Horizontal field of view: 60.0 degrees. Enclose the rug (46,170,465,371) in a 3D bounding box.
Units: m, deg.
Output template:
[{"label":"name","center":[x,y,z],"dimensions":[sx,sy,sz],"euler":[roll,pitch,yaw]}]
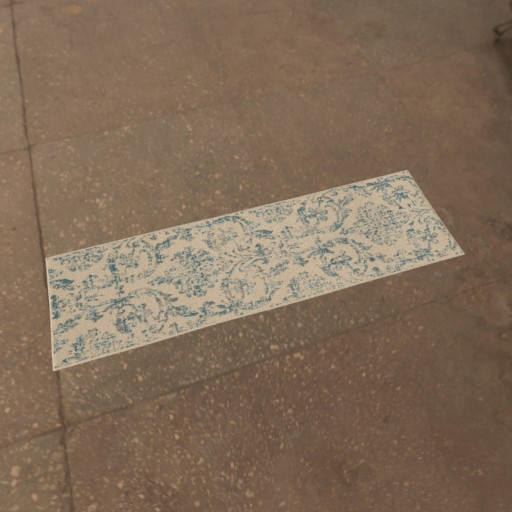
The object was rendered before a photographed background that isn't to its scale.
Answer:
[{"label":"rug","center":[0.000,0.000,2.424],"dimensions":[2.196,0.011,0.662],"euler":[-15,58,-9]}]
